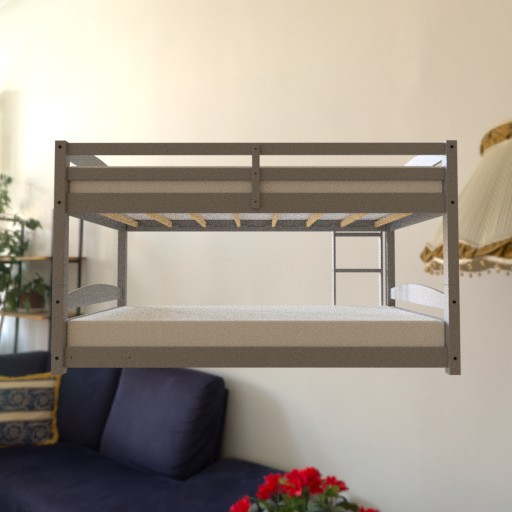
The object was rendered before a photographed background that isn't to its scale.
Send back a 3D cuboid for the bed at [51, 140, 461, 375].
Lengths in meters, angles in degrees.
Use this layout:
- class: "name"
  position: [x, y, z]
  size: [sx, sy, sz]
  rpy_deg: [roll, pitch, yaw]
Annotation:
- class: "bed"
  position: [0.000, 0.000, 2.744]
  size: [2.013, 1.206, 1.105]
  rpy_deg: [0, -2, 0]
